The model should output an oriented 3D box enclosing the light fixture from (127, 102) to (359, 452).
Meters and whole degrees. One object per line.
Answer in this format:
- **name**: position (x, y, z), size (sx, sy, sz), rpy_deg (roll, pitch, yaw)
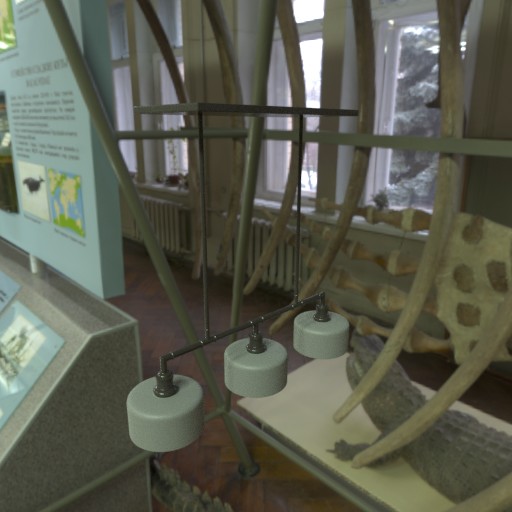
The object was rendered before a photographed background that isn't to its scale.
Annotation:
- **light fixture**: position (0.000, 0.000, 0.881), size (0.582, 0.557, 0.177), rpy_deg (-15, 22, -42)
